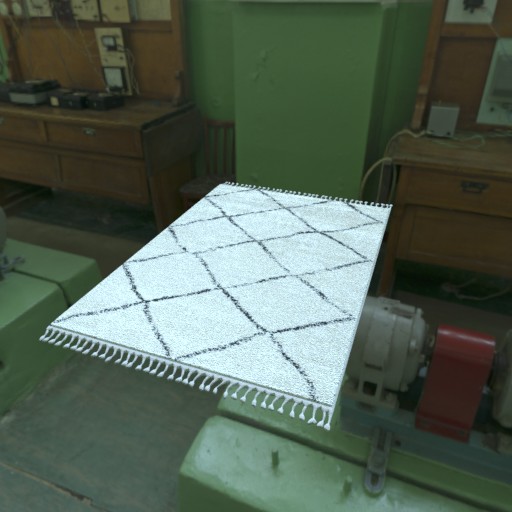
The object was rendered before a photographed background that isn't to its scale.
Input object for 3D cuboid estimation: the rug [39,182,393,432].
[{"bbox_3d":[0.000,0.000,2.894,1.494,0.031,2.307,11,32,18],"label":"rug"}]
